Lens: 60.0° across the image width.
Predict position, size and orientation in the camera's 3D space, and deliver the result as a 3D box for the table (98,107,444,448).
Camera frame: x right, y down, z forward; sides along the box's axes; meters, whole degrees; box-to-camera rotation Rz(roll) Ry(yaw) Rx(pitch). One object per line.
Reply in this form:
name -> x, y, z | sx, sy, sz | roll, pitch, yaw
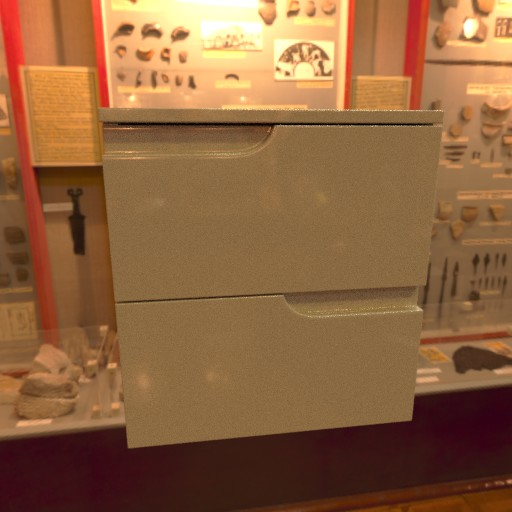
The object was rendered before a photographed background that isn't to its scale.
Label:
table -> 0.000, 0.000, 0.780 | 0.420, 0.470, 0.400 | -2, 15, -8
